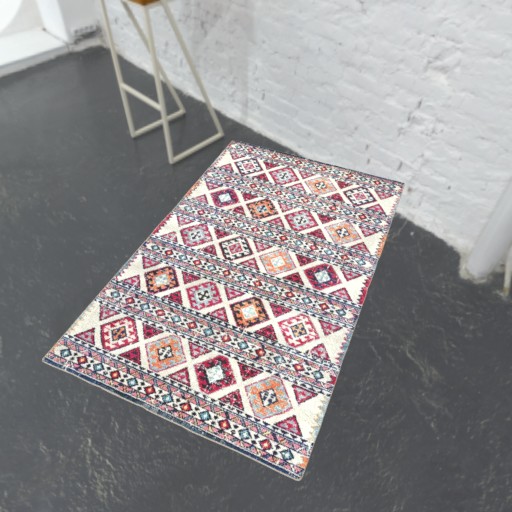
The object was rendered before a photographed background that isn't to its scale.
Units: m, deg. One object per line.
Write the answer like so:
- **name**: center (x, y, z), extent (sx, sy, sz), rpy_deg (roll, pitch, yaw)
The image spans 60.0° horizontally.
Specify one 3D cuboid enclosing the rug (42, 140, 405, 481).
- **rug**: center (0.000, 0.000, 3.014), extent (1.545, 0.010, 2.440), rpy_deg (18, 50, 16)
